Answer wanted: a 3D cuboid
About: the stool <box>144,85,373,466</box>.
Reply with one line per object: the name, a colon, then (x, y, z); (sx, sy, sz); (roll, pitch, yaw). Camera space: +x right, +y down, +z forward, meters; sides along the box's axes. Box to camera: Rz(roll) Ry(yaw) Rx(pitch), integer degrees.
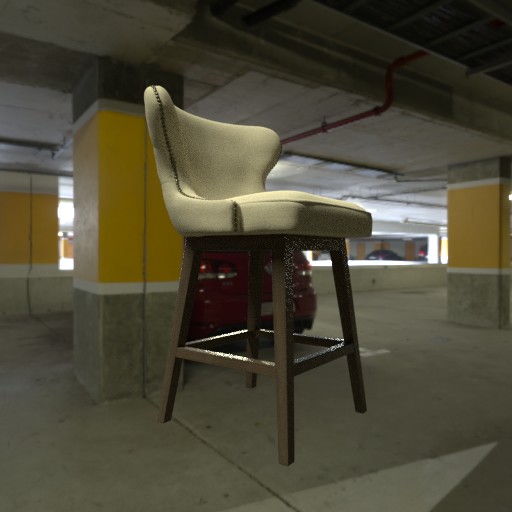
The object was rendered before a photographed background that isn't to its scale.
stool: (0.000, 0.000, 1.361); (0.597, 0.972, 0.615); (0, 0, 37)
